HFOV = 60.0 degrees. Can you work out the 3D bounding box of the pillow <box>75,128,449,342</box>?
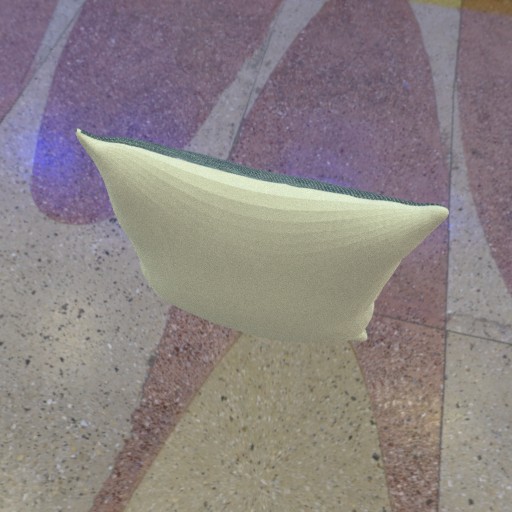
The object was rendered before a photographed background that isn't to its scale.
[{"bbox_3d":[0.000,0.000,0.679,0.440,0.441,0.182,14,64,7],"label":"pillow"}]
